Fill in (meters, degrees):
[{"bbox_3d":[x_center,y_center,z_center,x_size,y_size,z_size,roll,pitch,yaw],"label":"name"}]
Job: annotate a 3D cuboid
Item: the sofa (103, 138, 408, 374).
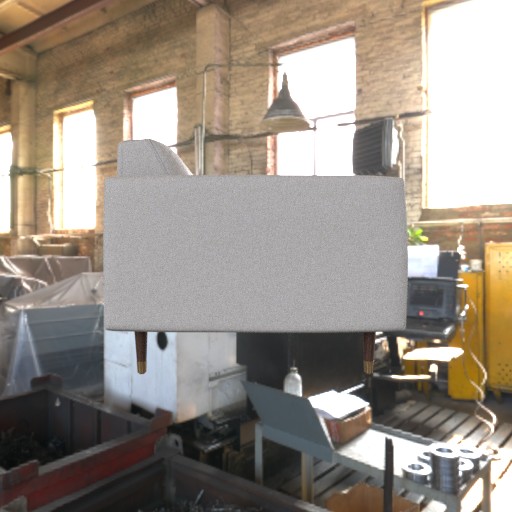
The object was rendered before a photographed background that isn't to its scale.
[{"bbox_3d":[0.000,0.000,2.302,0.969,0.814,1.895,0,0,0],"label":"sofa"}]
